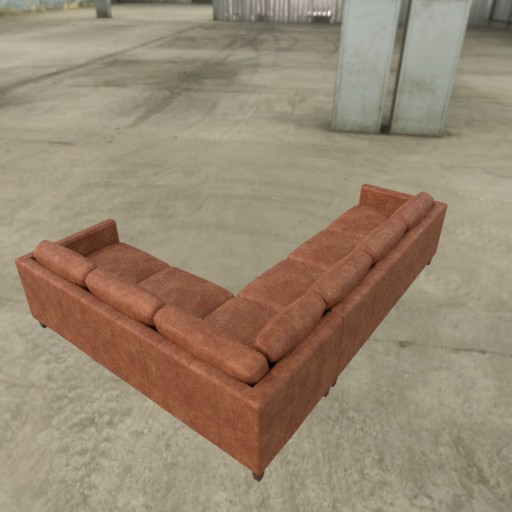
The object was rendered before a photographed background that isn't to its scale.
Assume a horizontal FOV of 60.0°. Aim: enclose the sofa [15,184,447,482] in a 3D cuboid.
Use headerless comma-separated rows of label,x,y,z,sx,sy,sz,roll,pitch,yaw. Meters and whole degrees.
sofa,0.000,0.000,4.084,2.438,0.838,3.167,21,37,31
